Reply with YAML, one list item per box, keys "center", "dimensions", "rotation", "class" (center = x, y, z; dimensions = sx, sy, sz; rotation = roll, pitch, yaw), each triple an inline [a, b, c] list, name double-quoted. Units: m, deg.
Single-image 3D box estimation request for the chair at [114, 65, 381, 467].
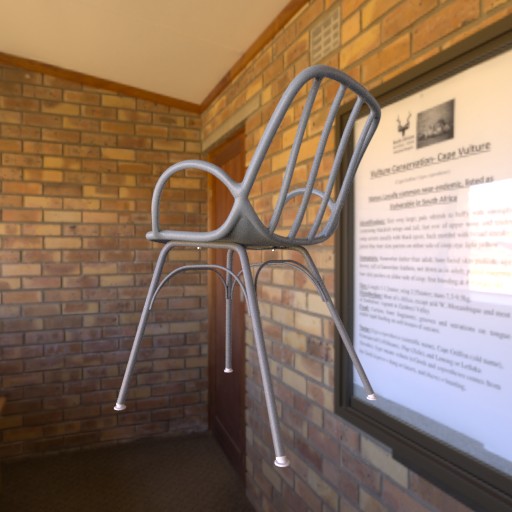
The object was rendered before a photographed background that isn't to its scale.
- center: [0.000, 0.000, 1.206]
  dimensions: [0.597, 0.816, 0.549]
  rotation: [0, 0, 36]
  class: "chair"
